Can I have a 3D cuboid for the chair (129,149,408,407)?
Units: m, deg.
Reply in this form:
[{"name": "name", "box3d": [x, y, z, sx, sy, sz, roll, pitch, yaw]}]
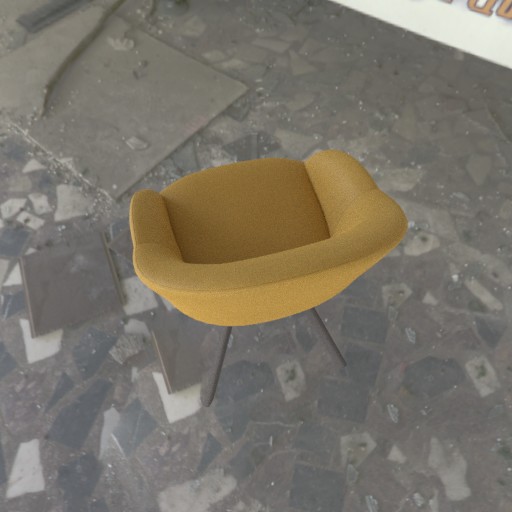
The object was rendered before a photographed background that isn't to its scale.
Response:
[{"name": "chair", "box3d": [0.000, 0.000, 1.163, 0.551, 0.793, 0.583, -14, 60, -8]}]
